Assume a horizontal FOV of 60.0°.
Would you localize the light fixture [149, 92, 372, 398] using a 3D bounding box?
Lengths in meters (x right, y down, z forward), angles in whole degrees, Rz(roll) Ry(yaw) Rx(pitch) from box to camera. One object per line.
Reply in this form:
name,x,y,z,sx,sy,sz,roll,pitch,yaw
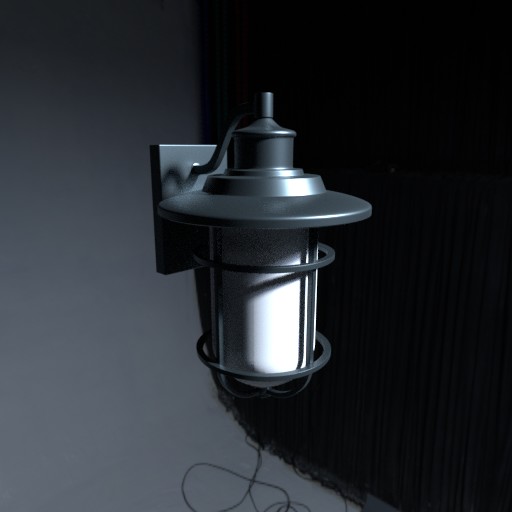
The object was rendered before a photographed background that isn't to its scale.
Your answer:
light fixture,0.000,0.000,0.501,0.252,0.345,0.222,13,19,43
